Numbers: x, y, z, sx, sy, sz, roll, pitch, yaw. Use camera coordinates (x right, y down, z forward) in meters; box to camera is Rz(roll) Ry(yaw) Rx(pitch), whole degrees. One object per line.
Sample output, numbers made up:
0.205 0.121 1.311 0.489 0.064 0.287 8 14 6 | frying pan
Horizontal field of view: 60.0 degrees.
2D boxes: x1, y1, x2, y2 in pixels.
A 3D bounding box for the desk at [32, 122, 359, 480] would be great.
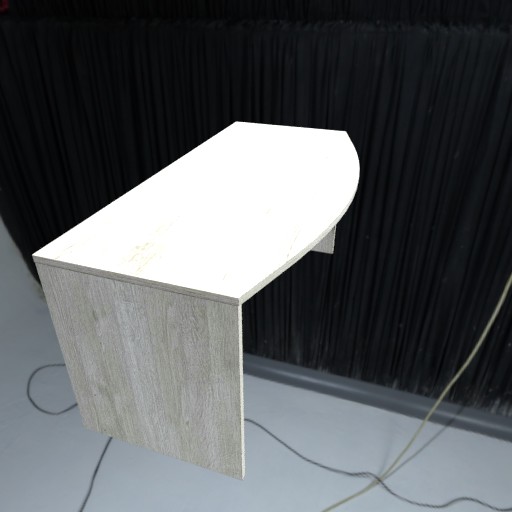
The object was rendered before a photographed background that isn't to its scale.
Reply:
0.000 0.000 1.999 0.802 0.752 1.600 10 32 16 | desk
